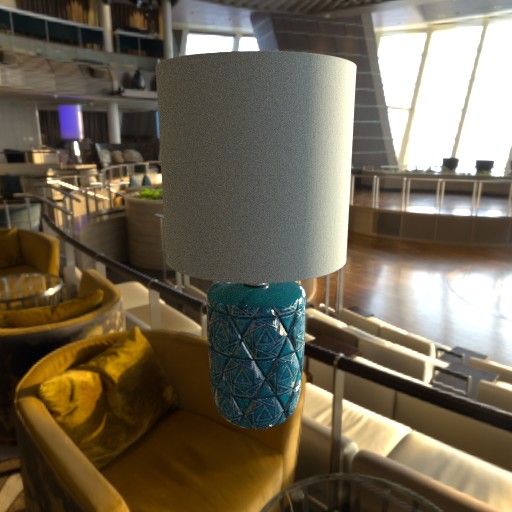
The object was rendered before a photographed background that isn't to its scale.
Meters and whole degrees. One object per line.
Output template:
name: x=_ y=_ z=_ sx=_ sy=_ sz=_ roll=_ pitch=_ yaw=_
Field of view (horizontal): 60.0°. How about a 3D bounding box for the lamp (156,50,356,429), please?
lamp: x=0.000 y=0.000 z=0.482 sx=0.193 sy=0.377 sz=0.193 roll=7 pitch=16 yaw=26
